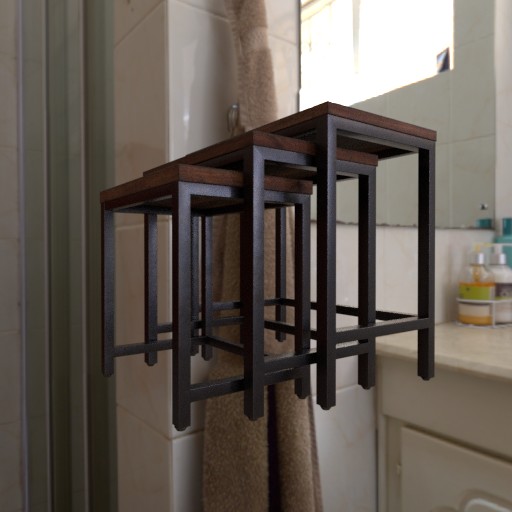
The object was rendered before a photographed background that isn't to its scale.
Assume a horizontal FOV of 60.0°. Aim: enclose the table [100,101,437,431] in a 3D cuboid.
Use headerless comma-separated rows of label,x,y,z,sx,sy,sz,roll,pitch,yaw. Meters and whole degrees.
table,0.000,0.000,1.145,0.660,0.616,0.608,0,1,-36
